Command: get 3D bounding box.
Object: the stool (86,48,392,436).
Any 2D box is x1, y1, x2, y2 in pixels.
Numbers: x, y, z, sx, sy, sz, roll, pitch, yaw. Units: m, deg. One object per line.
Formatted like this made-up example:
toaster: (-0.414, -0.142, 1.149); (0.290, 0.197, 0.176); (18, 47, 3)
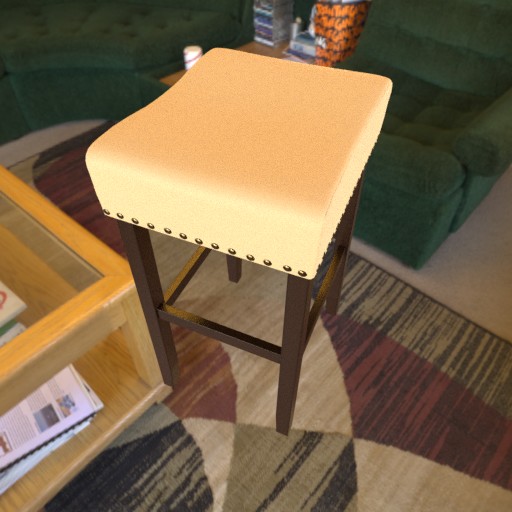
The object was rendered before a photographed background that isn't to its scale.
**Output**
stool: (0.000, 0.000, 1.051); (0.401, 0.762, 0.471); (17, 49, 16)
